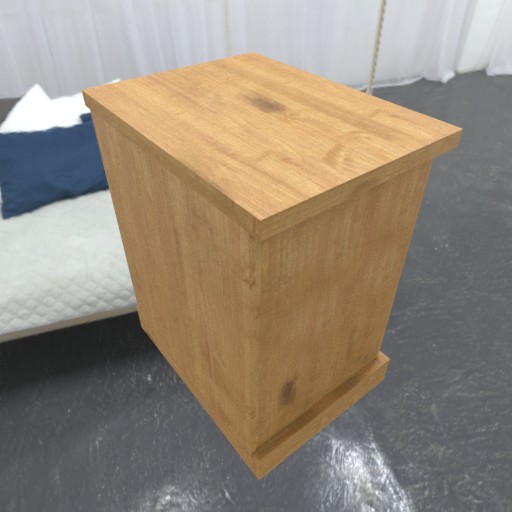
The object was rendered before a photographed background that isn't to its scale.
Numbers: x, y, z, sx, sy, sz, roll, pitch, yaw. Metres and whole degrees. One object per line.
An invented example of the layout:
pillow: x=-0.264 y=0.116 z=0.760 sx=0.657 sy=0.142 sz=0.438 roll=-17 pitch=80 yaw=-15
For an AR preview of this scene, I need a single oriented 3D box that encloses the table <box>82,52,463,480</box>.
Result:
table: x=0.000 y=0.000 z=1.192 sx=0.500 sy=0.813 sz=0.660 roll=-26 pitch=46 yaw=-28
